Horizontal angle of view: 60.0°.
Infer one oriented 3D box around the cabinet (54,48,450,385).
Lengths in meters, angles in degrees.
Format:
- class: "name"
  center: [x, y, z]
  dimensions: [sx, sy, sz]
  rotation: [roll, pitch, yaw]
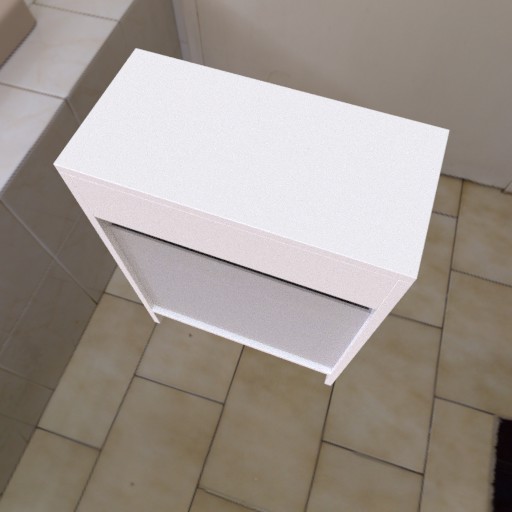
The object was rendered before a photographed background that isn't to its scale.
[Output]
- class: "cabinet"
  center: [0.000, 0.000, 1.105]
  dimensions: [0.600, 0.815, 0.296]
  rotation: [18, 65, 9]
